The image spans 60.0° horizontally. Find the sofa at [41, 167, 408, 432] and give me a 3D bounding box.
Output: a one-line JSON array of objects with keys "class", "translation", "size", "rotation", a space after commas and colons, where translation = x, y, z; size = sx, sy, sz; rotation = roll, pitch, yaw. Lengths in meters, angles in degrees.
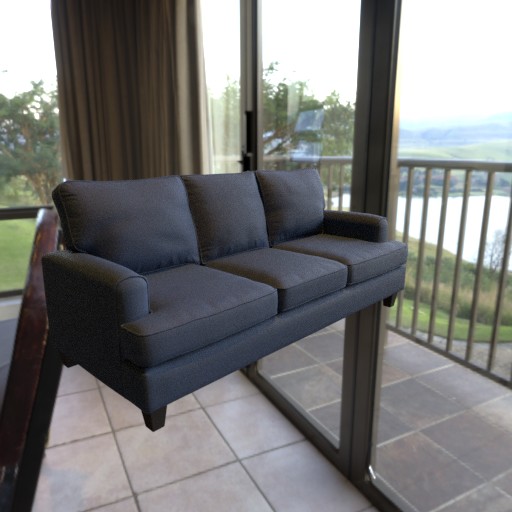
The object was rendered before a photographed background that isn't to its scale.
[{"class": "sofa", "translation": [0.000, 0.000, 2.652], "size": [0.951, 0.965, 2.158], "rotation": [13, 19, 42]}]
